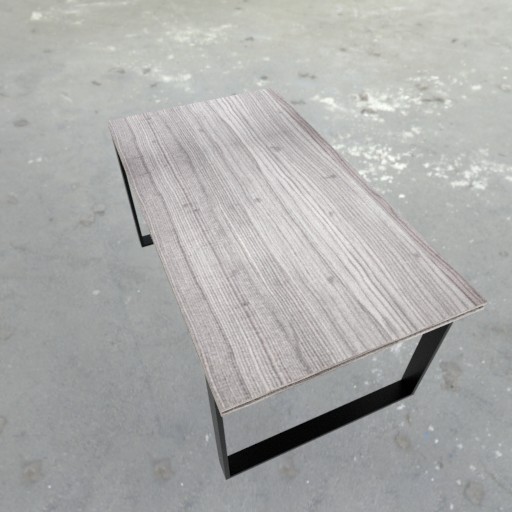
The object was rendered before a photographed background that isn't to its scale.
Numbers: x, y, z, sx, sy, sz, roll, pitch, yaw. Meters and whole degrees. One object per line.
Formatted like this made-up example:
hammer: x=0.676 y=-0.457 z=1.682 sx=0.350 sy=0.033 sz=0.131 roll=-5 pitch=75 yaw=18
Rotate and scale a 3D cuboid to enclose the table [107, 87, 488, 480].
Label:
table: x=0.000 y=0.000 z=2.019 sx=0.881 sy=0.736 sz=1.579 roll=-17 pitch=49 yaw=-16
